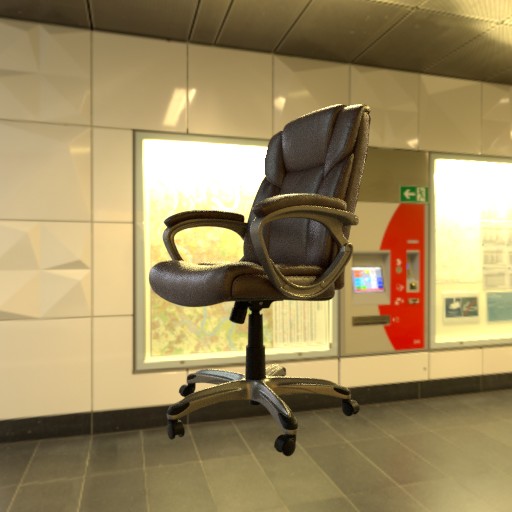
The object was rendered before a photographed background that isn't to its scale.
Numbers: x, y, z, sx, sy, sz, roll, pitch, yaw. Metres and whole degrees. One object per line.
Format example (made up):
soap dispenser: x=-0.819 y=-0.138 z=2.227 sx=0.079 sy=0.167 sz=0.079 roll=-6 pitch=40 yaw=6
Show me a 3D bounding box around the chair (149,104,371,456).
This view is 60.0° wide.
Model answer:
chair: x=0.000 y=0.000 z=1.580 sx=0.692 sy=1.128 sz=0.656 roll=0 pitch=0 yaw=-36
